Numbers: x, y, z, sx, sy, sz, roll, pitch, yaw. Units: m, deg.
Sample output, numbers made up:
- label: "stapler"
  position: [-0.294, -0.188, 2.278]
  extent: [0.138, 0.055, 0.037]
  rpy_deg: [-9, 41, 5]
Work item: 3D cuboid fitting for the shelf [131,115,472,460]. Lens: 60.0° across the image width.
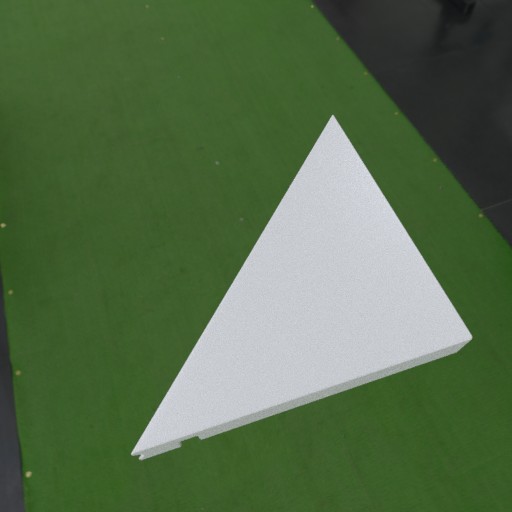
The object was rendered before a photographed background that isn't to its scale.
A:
- label: "shelf"
  position: [0.000, 0.000, 0.443]
  extent: [0.296, 0.035, 0.296]
  rpy_deg: [-16, 60, -10]
